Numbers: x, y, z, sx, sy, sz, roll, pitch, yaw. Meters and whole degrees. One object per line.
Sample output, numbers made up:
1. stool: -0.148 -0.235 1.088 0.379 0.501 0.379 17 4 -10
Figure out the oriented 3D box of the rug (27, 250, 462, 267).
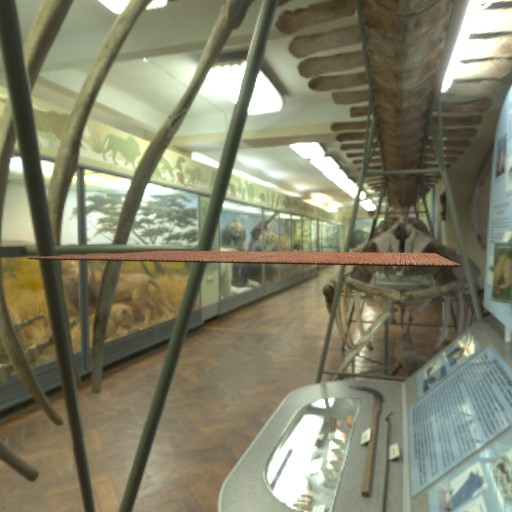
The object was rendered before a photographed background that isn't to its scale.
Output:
1. rug: 0.000 0.000 2.210 1.747 0.011 1.139 1 2 18
